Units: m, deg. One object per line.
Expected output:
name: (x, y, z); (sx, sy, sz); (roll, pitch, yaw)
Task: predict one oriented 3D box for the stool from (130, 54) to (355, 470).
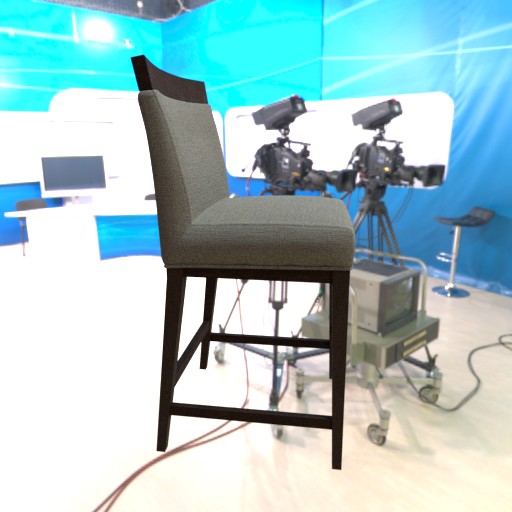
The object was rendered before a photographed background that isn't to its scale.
stool: (0.000, 0.000, 1.287); (0.531, 1.009, 0.512); (2, 15, 8)
